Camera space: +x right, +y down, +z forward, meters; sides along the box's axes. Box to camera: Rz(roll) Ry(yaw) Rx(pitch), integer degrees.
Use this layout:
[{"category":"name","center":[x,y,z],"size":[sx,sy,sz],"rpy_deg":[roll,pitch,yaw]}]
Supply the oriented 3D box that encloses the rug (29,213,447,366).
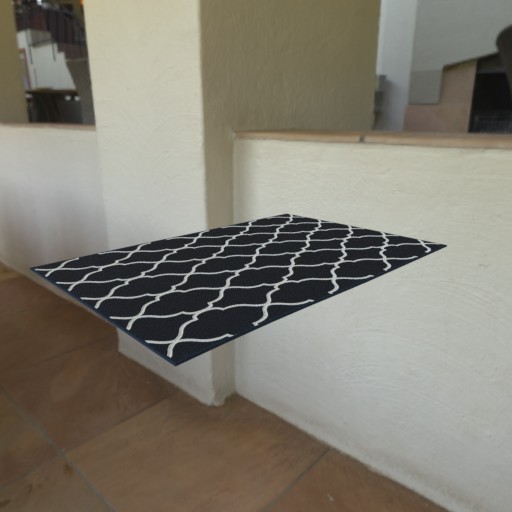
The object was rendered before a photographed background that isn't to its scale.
[{"category":"rug","center":[0.000,0.000,2.876],"size":[2.290,0.014,1.526],"rpy_deg":[-16,23,-42]}]
